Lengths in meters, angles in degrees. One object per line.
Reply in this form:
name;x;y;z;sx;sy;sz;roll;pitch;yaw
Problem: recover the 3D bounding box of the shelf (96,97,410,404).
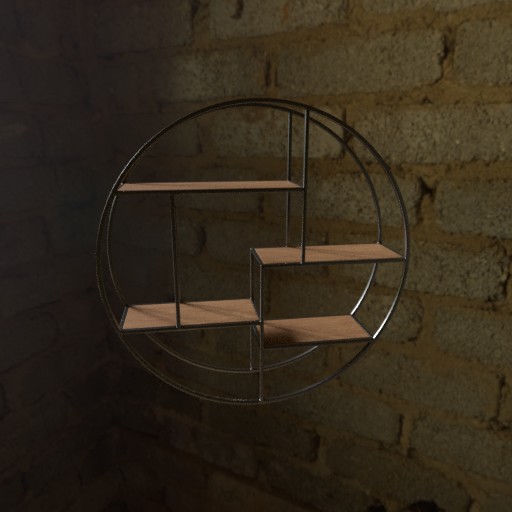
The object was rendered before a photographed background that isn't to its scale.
shelf;0.000;0.000;1.337;0.888;0.888;0.202;-2;16;-9
